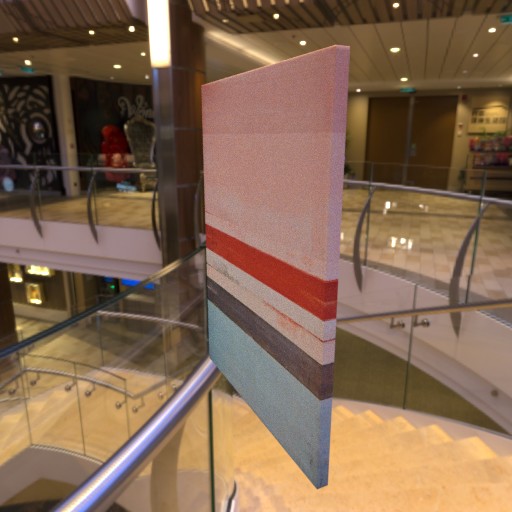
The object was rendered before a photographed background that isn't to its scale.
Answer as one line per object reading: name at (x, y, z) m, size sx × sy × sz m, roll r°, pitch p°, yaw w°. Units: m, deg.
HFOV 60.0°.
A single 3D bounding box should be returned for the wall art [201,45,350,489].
wall art at (0.000, 0.000, 1.309) m, size 0.039 × 1.016 × 0.761 m, roll -7°, pitch 17°, yaw -25°
